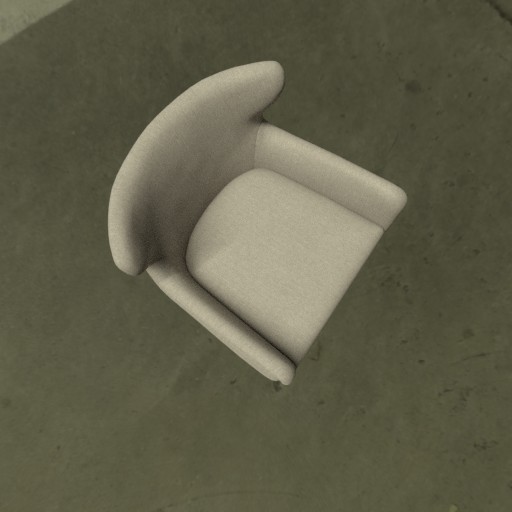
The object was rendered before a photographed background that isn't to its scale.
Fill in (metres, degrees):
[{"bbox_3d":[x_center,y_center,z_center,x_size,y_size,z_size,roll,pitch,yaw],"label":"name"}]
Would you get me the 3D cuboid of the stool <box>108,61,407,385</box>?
[{"bbox_3d":[0.000,0.000,1.398,0.575,1.047,0.575,34,78,8],"label":"stool"}]
